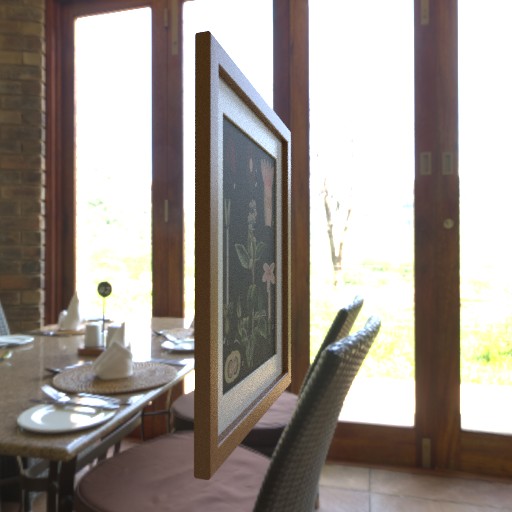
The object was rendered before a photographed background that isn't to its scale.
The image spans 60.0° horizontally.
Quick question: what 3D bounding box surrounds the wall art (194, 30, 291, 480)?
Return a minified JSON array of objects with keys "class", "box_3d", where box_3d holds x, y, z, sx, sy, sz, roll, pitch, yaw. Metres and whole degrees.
[{"class":"wall art","box_3d":[0.000,0.000,0.757,0.021,0.550,0.449,0,-1,17]}]
